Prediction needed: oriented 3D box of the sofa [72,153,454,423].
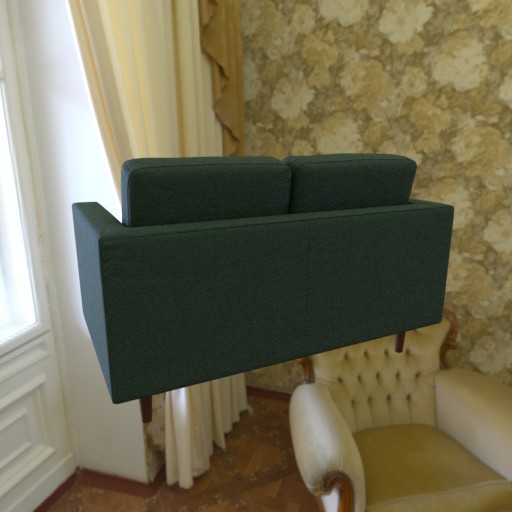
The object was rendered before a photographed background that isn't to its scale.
[{"bbox_3d":[0.000,0.000,1.981,1.430,0.899,0.879,-7,16,-26],"label":"sofa"}]
